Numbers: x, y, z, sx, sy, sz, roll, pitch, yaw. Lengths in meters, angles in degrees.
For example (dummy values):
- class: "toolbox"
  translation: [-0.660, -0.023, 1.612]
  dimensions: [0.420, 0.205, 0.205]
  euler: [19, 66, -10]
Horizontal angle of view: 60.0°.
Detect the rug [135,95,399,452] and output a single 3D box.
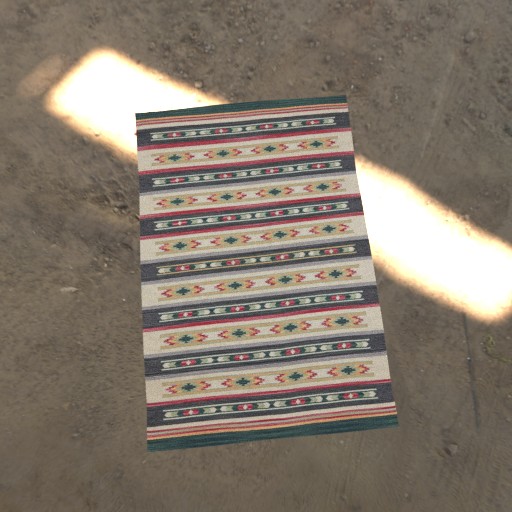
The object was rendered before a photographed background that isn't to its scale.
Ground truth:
- class: "rug"
  translation: [0.000, 0.000, 2.342]
  dimensions: [1.221, 0.009, 1.825]
  euler: [-5, 77, -1]
